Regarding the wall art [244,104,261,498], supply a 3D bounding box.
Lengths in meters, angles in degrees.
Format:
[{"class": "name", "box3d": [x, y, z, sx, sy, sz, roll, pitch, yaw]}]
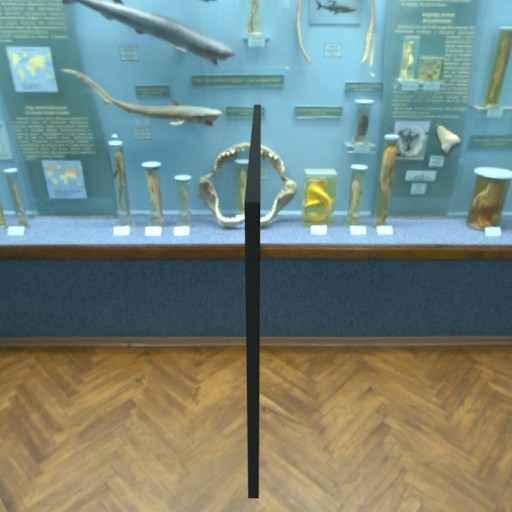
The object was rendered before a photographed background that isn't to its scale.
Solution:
[{"class": "wall art", "box3d": [0.000, 0.000, 1.210, 0.026, 0.656, 0.958, 0, 27, 1]}]
